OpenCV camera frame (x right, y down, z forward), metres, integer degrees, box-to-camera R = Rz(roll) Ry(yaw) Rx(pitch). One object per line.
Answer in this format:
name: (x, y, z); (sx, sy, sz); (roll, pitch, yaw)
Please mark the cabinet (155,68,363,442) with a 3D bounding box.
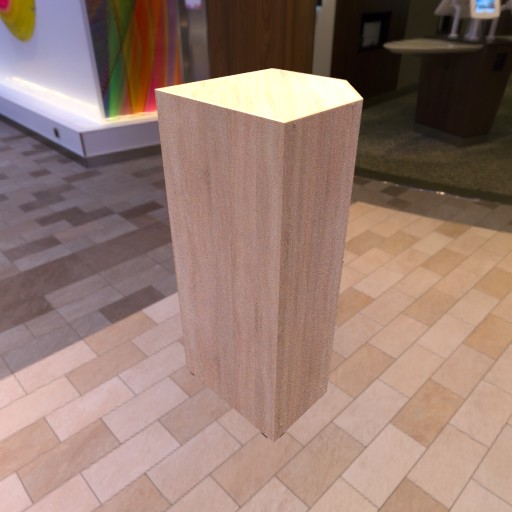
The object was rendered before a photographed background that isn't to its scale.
cabinet: (0.000, 0.000, 2.952); (1.094, 2.120, 1.327); (0, 32, 0)
